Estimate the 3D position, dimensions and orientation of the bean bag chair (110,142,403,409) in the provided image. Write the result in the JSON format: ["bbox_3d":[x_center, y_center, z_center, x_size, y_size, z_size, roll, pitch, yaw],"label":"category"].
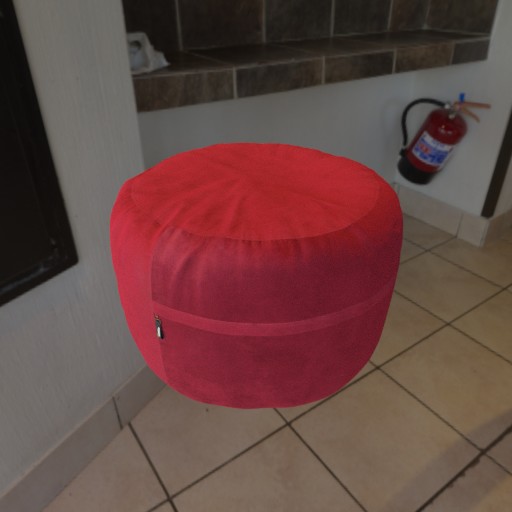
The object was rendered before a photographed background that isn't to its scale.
[{"bbox_3d":[0.000,0.000,1.986,1.219,0.762,1.219,0,32,0],"label":"bean bag chair"}]
